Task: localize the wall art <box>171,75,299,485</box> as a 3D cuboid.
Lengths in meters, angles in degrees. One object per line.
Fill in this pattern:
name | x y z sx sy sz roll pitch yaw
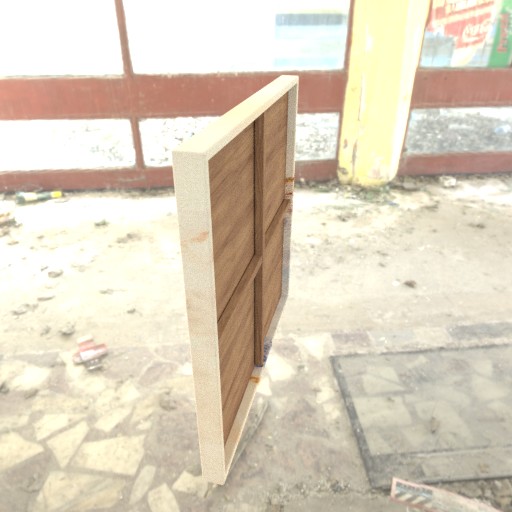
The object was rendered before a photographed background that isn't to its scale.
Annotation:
wall art | 0.000 0.000 1.576 0.071 1.061 1.061 7 31 13
